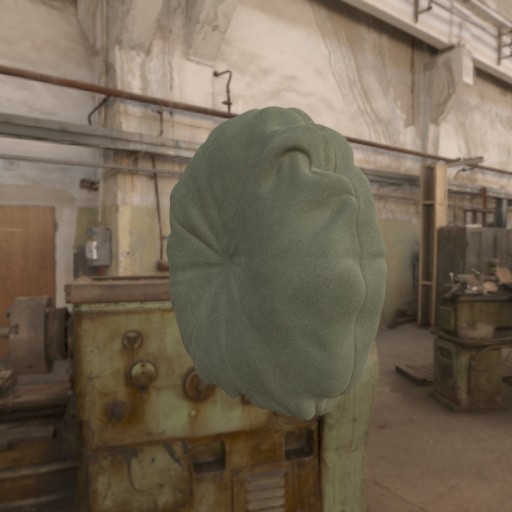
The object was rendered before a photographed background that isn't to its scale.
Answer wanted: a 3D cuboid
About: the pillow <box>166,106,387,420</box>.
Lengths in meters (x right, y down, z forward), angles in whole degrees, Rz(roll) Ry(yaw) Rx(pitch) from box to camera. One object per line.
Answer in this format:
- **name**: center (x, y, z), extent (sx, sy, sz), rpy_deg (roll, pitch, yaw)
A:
- **pillow**: center (0.000, 0.000, 0.631), extent (0.148, 0.407, 0.428), rpy_deg (-1, 3, -35)
